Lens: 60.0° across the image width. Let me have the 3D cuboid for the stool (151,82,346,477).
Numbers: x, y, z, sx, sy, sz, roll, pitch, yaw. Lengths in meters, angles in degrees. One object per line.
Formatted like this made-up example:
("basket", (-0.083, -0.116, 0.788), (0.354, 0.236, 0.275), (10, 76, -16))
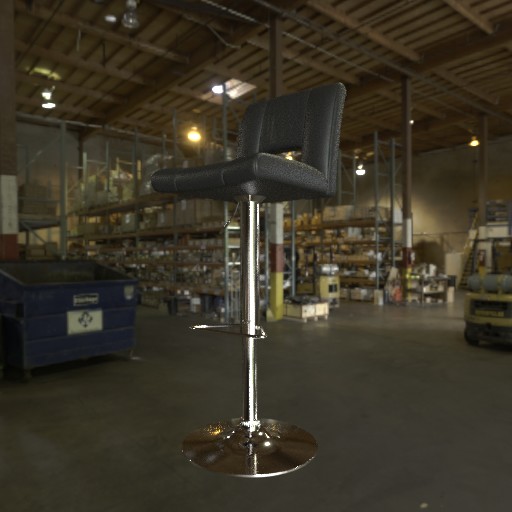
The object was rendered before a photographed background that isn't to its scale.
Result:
("stool", (0.000, 0.000, 1.383), (0.415, 1.151, 0.520), (0, 0, 36))
